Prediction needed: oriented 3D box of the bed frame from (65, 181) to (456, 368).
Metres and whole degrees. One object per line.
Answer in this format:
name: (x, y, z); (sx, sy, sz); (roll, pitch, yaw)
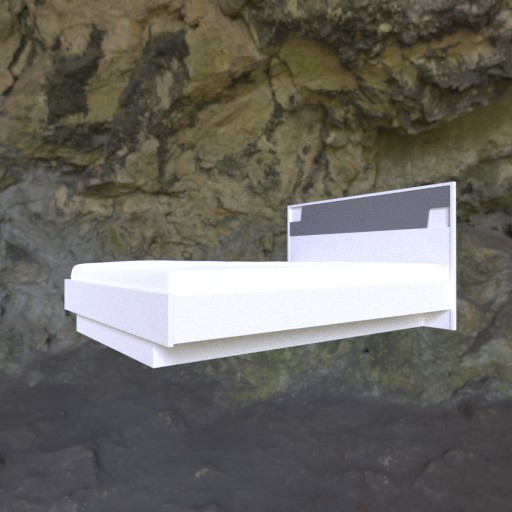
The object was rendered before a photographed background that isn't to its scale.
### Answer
bed frame: (0.000, 0.000, 3.060); (2.100, 1.001, 1.711); (0, 0, -37)
